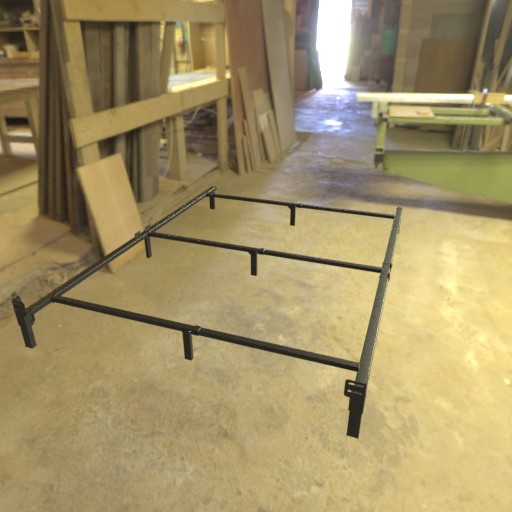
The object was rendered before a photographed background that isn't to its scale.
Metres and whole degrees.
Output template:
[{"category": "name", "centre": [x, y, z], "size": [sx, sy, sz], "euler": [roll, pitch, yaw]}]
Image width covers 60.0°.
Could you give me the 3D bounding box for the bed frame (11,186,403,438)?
[{"category": "bed frame", "centre": [0.000, 0.000, 2.550], "size": [1.498, 0.248, 1.990], "euler": [9, 28, 18]}]
